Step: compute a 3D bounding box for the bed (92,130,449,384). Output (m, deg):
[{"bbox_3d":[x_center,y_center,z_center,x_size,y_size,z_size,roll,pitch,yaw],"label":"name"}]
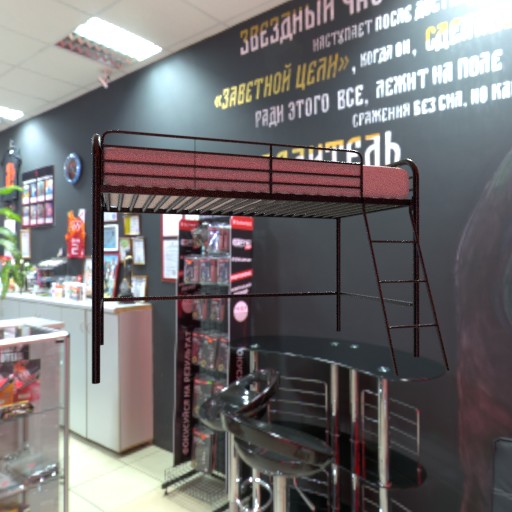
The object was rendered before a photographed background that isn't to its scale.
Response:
[{"bbox_3d":[0.000,0.000,2.868,1.968,1.289,1.393,0,0,-18],"label":"bed"}]
